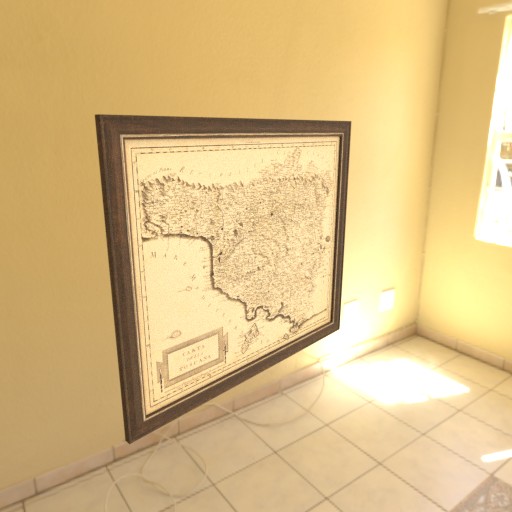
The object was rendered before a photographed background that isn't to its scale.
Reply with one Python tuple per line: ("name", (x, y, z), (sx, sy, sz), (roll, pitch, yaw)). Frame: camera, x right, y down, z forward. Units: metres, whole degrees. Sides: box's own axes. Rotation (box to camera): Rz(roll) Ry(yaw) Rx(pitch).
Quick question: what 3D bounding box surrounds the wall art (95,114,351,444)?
("wall art", (0.000, 0.000, 1.478), (0.023, 0.875, 1.033), (15, 22, 42))
